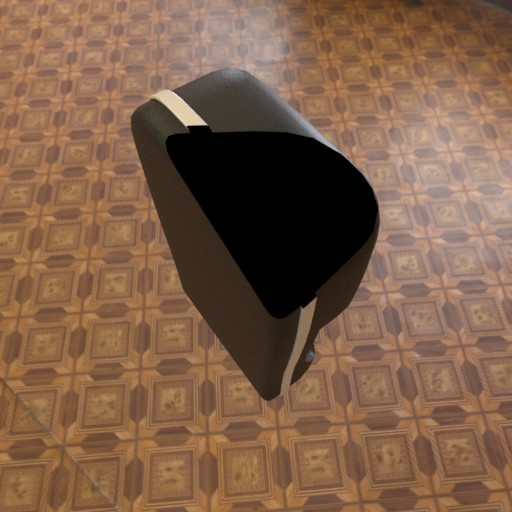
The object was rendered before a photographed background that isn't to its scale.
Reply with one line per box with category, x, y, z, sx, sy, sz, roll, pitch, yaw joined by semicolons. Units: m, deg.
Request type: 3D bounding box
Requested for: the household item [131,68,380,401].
household item;0.000;0.000;0.149;0.038;0.114;0.070;-33;65;-17
